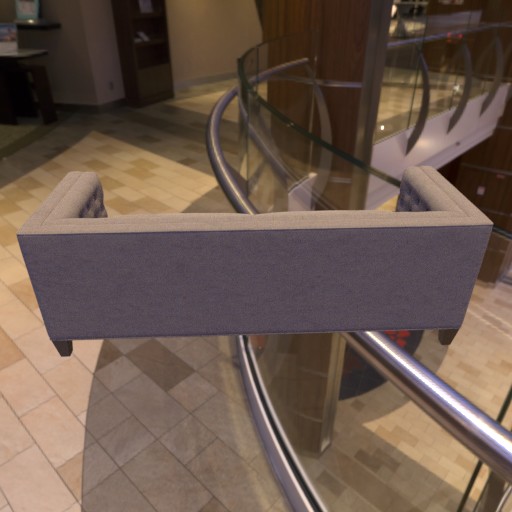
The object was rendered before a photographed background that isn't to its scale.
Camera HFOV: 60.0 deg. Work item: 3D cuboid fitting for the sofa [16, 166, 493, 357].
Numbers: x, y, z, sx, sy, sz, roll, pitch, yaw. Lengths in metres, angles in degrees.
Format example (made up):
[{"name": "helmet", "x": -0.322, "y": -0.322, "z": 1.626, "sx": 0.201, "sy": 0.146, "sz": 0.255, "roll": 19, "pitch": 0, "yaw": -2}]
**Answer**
[{"name": "sofa", "x": 0.000, "y": 0.000, "z": 2.507, "sx": 2.159, "sy": 0.762, "sz": 0.775, "roll": -1, "pitch": 31, "yaw": -2}]
